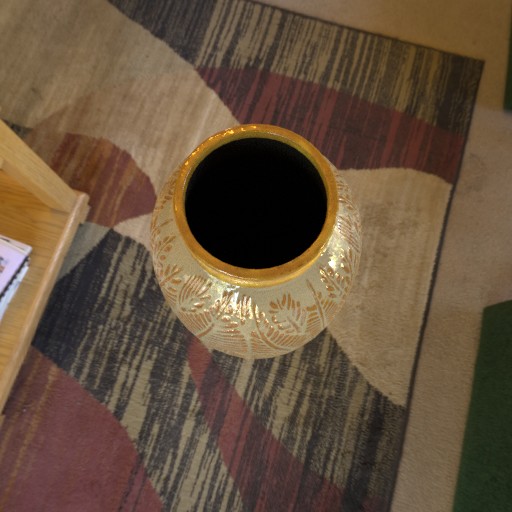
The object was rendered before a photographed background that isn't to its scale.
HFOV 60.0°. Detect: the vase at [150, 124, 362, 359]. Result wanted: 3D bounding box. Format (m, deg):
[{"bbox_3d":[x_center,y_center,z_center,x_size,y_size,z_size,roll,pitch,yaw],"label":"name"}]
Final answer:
[{"bbox_3d":[0.000,0.000,0.386,0.172,0.270,0.172,0,76,0],"label":"vase"}]
